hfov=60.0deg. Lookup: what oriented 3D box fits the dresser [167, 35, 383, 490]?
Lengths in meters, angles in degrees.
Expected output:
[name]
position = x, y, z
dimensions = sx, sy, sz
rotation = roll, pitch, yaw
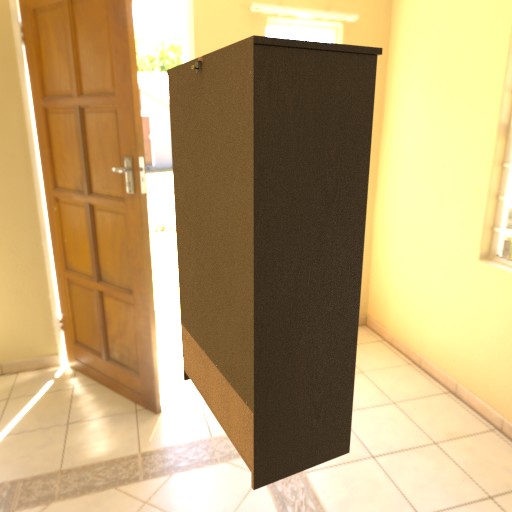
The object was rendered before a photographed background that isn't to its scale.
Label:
[dresser]
position = 0.000, 0.000, 1.541
dimensions = 0.418, 1.254, 0.704
rotation = -8, 18, -25
